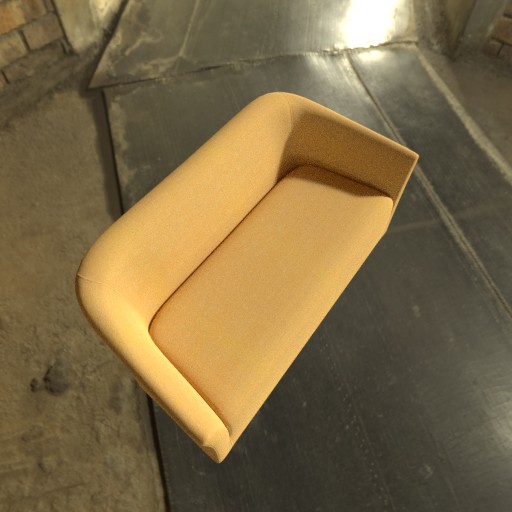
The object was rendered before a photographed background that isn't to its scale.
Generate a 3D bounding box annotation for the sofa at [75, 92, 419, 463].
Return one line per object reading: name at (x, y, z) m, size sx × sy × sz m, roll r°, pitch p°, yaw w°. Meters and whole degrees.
sofa at (0.000, 0.000, 1.885) m, size 0.705 × 0.721 × 1.452 m, roll 32°, pitch 63°, yaw 19°
